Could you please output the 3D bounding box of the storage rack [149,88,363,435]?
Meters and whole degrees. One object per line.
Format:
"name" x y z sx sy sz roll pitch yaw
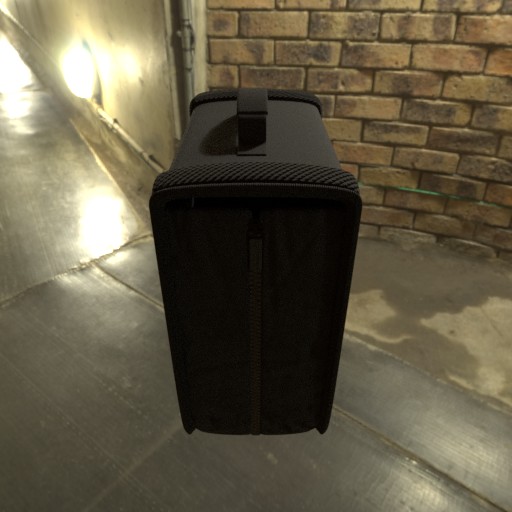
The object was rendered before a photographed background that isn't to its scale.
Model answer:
"storage rack" 0.000 0.000 0.539 0.168 0.387 0.297 0 34 0
